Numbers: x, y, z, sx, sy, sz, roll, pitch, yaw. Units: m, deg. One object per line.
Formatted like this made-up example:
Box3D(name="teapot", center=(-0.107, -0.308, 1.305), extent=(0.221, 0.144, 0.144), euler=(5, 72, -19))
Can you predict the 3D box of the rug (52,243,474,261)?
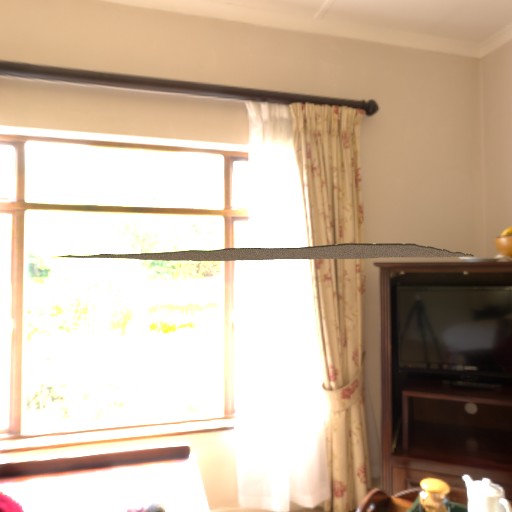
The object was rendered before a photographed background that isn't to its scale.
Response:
Box3D(name="rug", center=(0.000, 0.000, 3.015), extent=(2.448, 0.017, 1.529), euler=(-2, -3, 36))
